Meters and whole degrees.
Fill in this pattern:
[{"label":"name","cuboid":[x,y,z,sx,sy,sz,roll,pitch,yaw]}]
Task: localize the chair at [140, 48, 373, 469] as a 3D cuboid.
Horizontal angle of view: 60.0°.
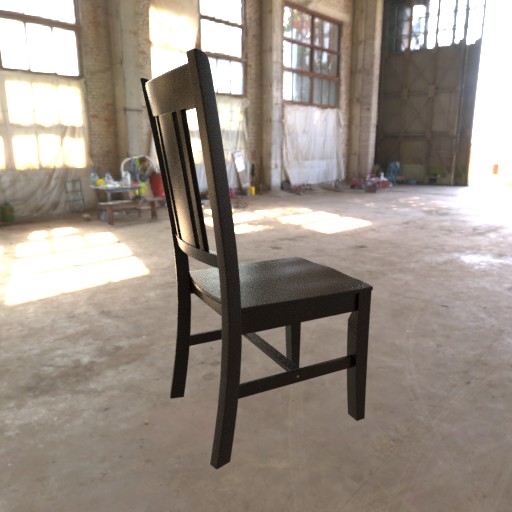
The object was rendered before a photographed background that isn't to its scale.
[{"label":"chair","cuboid":[0.000,0.000,1.299,0.555,0.998,0.450,-7,15,-27]}]
